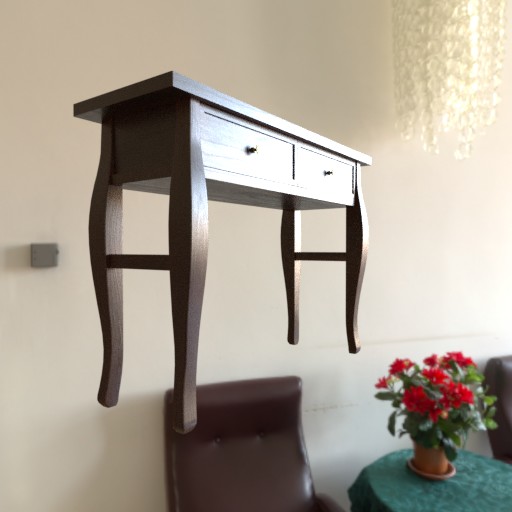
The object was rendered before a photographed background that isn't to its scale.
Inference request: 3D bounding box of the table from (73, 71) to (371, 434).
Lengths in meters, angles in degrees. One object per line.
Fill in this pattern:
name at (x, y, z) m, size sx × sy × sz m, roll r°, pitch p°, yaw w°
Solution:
table at (0.000, 0.000, 1.437) m, size 0.373 × 0.768 × 1.062 m, roll 1°, pitch 1°, yaw 36°
